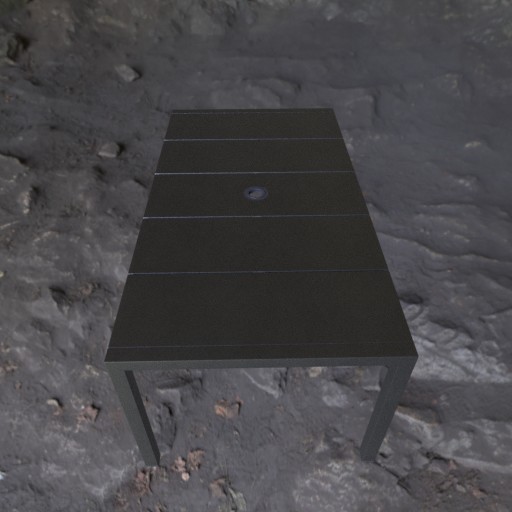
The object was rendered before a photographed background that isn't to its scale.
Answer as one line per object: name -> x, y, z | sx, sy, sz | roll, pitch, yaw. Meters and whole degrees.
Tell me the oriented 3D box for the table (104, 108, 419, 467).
table -> 0.000, 0.000, 2.146 | 0.914, 0.735, 1.680 | -1, 43, -1
